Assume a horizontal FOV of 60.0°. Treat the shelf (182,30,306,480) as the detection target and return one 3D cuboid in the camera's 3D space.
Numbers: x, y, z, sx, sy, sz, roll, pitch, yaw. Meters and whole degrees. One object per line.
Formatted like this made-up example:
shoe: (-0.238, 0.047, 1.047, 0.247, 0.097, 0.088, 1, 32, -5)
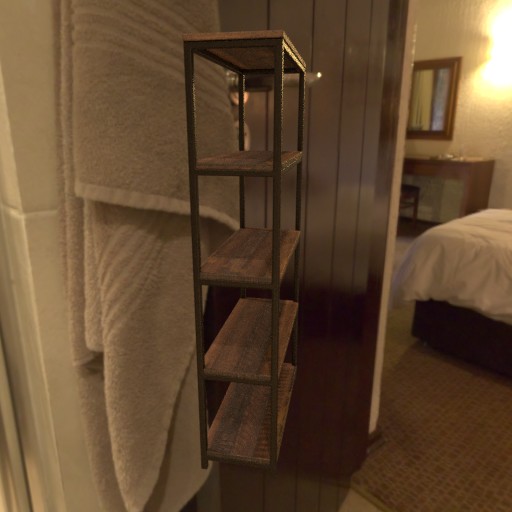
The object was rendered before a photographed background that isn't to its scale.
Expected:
shelf: (0.000, 0.000, 2.200, 0.359, 1.860, 0.874, 3, 17, 11)
